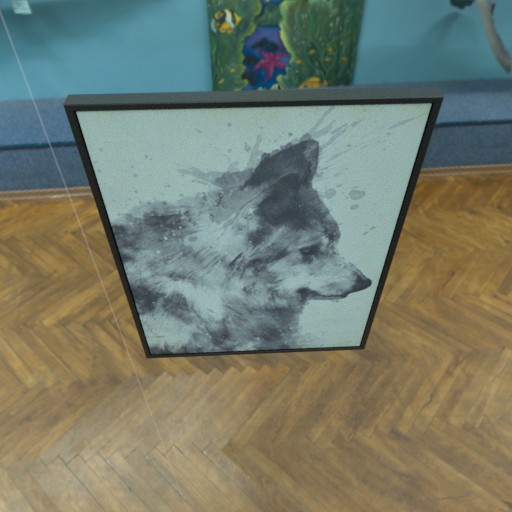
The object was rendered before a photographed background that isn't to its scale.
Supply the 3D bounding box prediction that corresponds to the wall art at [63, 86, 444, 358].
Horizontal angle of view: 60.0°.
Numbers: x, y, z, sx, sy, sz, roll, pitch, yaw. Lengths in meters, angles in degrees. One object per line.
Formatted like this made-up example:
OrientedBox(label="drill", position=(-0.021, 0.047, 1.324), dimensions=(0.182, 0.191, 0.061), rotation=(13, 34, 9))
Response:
OrientedBox(label="wall art", position=(0.000, 0.000, 0.729), dimensions=(0.451, 0.551, 0.028), rotation=(-2, 45, -2))
